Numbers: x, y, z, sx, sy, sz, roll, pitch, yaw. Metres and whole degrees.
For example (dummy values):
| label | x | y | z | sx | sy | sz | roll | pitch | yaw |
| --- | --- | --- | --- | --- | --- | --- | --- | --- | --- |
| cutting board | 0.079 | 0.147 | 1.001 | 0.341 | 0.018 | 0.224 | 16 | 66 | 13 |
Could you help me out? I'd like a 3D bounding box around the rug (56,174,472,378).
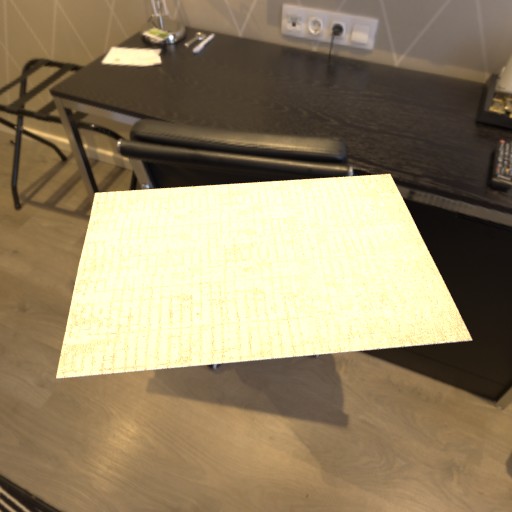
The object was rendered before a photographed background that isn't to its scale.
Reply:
| label | x | y | z | sx | sy | sz | roll | pitch | yaw |
| --- | --- | --- | --- | --- | --- | --- | --- | --- | --- |
| rug | 0.000 | 0.000 | 2.328 | 1.827 | 0.007 | 1.211 | -4 | 48 | -4 |
